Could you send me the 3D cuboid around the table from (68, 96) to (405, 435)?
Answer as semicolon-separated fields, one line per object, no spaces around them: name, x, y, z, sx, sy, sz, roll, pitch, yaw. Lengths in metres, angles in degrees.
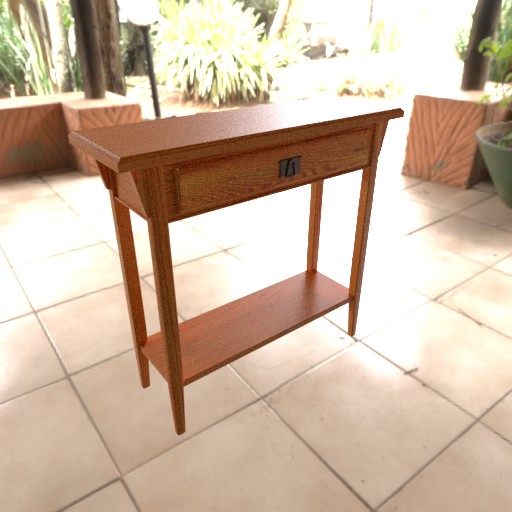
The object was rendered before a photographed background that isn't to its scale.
table;0.000;0.000;1.174;0.762;0.711;0.254;-20;34;-33
